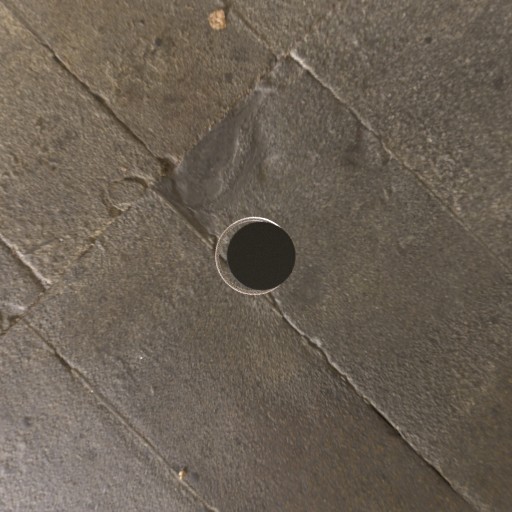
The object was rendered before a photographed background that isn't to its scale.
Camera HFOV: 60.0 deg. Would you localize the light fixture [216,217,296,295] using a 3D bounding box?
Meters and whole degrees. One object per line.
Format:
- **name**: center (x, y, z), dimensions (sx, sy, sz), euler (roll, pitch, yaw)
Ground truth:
- **light fixture**: center (0.000, 0.000, 1.723), dimensions (0.399, 1.516, 0.399), euler (0, 90, -1)
